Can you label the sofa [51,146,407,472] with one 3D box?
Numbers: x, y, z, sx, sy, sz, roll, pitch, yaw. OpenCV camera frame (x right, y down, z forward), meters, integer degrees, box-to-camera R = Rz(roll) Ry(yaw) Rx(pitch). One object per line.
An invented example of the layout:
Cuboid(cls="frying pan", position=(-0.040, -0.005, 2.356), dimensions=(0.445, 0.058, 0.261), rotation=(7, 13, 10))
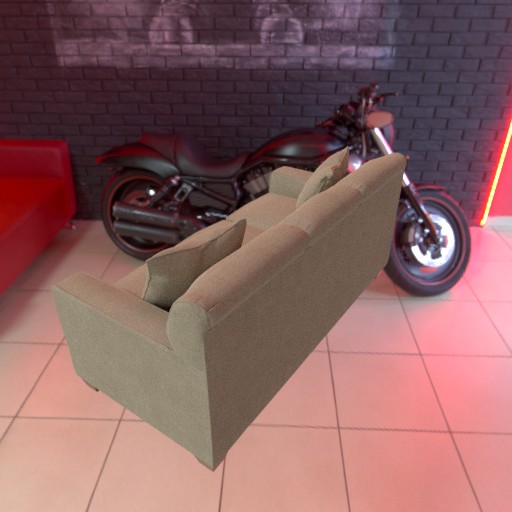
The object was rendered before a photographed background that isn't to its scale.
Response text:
Cuboid(cls="sofa", position=(0.000, 0.000, 2.587), dimensions=(0.997, 0.958, 2.024), rotation=(20, 36, 30))
